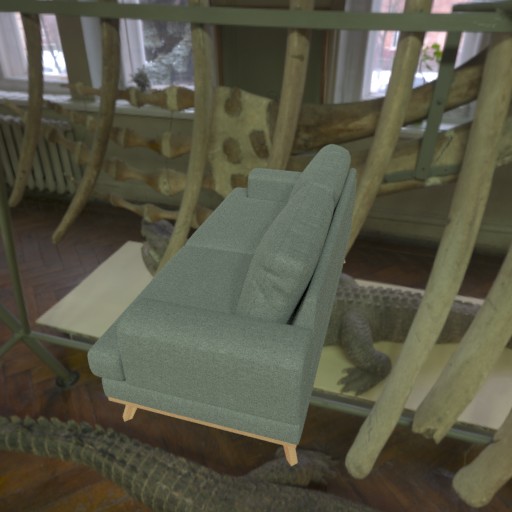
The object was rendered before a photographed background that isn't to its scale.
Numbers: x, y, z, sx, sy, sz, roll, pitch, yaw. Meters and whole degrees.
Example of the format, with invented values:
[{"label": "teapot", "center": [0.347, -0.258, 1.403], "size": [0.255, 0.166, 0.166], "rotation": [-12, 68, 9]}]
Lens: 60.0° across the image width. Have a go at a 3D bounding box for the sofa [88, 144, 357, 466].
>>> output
[{"label": "sofa", "center": [0.000, 0.000, 2.139], "size": [0.785, 0.810, 1.650], "rotation": [9, 32, 14]}]
